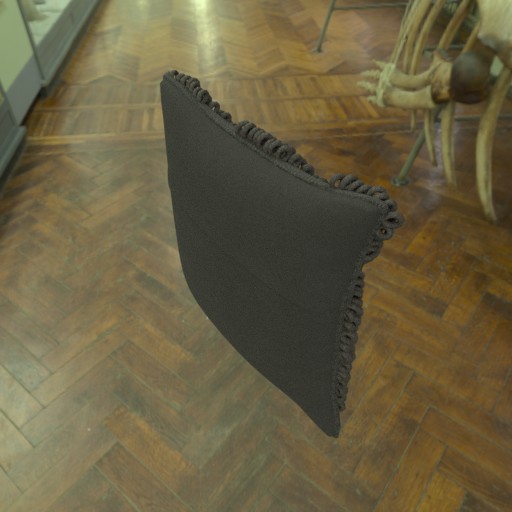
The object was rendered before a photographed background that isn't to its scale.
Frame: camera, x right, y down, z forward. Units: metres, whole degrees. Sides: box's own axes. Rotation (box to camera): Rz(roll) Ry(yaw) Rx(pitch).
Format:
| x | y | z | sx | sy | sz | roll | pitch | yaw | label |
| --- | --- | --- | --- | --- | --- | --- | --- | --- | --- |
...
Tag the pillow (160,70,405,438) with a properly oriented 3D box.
| x | y | z | sx | sy | sz | roll | pitch | yaw | label |
| --- | --- | --- | --- | --- | --- | --- | --- | --- | --- |
| 0.000 | 0.000 | 0.715 | 0.172 | 0.467 | 0.470 | -27 | 49 | -26 | pillow |
